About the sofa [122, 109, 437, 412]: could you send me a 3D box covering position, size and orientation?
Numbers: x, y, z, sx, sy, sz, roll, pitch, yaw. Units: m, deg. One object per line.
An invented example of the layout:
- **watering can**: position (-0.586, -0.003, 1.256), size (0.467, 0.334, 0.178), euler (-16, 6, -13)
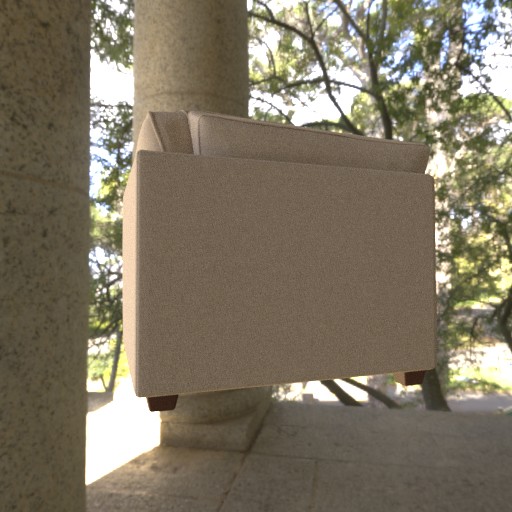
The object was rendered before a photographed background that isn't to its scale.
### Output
- **sofa**: position (0.000, 0.000, 1.872), size (1.050, 0.937, 1.042), euler (0, -1, -19)
